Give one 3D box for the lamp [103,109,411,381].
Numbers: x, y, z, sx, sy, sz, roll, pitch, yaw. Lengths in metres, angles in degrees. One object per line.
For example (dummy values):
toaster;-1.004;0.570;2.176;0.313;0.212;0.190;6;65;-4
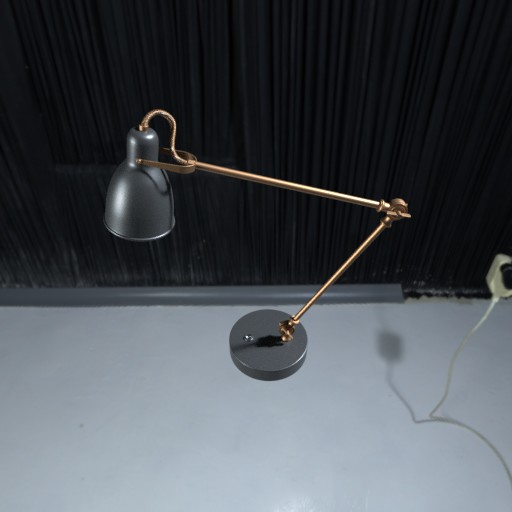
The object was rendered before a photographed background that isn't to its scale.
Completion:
lamp;0.000;0.000;0.887;0.561;0.587;0.187;0;40;0
